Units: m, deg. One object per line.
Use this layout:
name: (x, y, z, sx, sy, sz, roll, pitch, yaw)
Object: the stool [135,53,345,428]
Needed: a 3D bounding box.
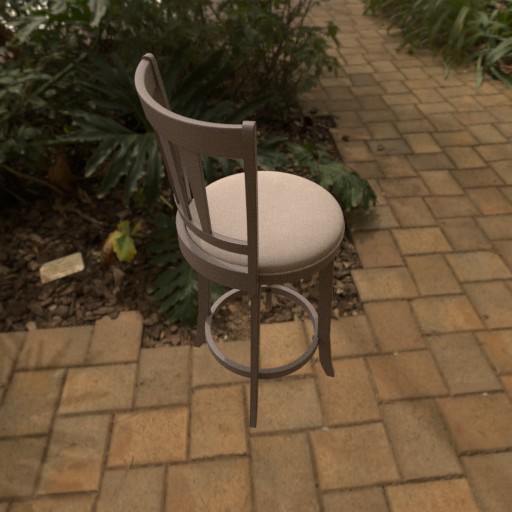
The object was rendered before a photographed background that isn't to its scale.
stool: (0.000, 0.000, 1.240, 0.475, 1.023, 0.436, -24, 47, -25)
